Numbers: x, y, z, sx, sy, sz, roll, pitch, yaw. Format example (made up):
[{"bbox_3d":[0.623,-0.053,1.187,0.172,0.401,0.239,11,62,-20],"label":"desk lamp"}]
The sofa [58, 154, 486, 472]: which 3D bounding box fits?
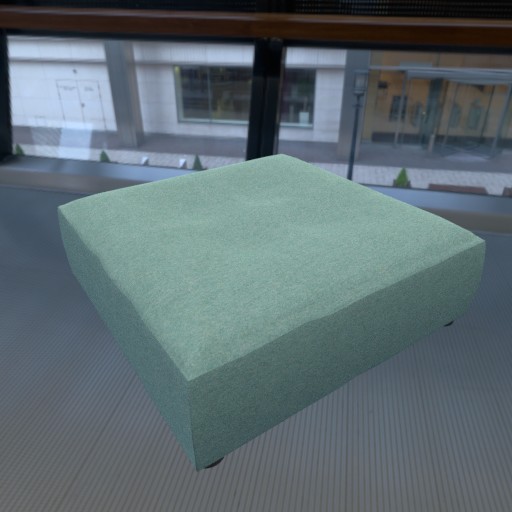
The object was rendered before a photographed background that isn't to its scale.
[{"bbox_3d":[0.000,0.000,1.374,0.930,0.330,0.930,-19,35,-29],"label":"sofa"}]
